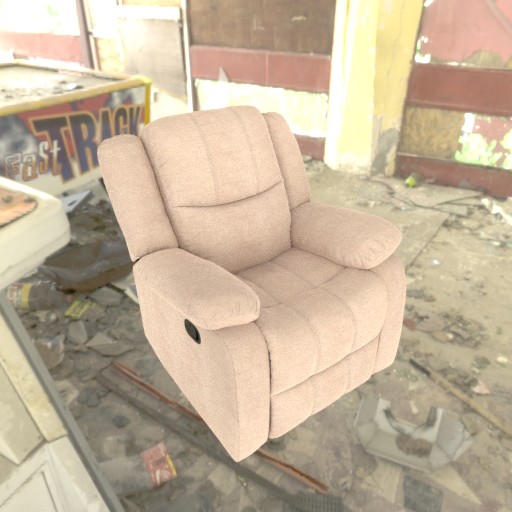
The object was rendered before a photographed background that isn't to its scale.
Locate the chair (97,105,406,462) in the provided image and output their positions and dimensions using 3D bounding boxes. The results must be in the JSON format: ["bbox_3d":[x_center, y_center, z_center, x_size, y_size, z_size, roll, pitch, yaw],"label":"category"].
[{"bbox_3d":[0.000,0.000,1.741,0.899,1.008,0.944,-20,36,-30],"label":"chair"}]
